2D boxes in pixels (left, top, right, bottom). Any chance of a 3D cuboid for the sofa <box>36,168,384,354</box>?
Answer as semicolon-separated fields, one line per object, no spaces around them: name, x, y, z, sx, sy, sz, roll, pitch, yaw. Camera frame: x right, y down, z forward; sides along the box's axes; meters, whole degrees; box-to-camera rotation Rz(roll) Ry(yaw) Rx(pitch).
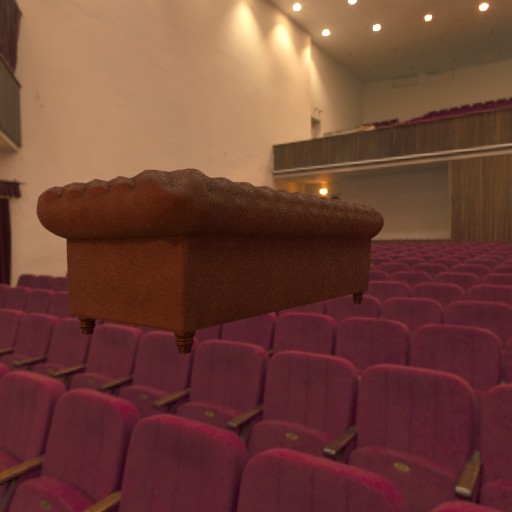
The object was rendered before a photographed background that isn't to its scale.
sofa;0.000;0.000;2.835;0.944;0.783;2.385;1;2;35
